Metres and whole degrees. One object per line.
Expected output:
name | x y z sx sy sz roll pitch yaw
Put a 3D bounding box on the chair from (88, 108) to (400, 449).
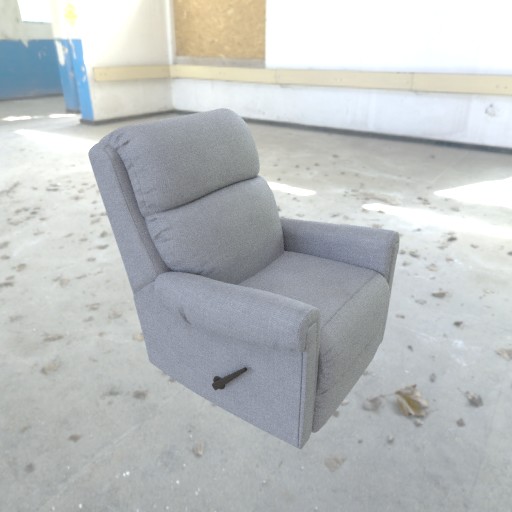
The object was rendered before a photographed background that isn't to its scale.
chair | 0.000 0.000 1.822 1.014 1.054 0.838 17 31 31
